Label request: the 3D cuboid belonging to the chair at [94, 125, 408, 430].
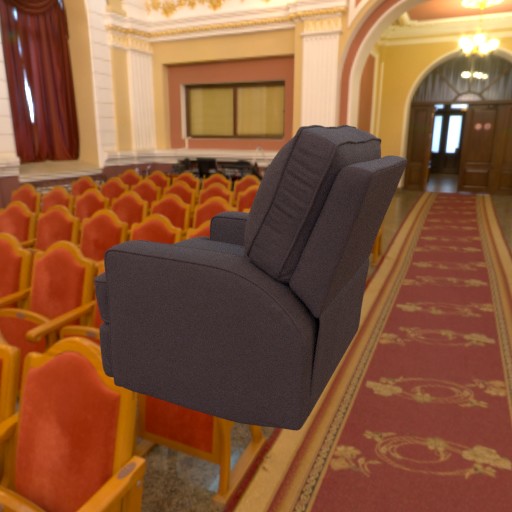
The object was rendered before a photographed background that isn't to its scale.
[{"bbox_3d":[0.000,0.000,1.691,0.964,0.962,0.861,7,16,24],"label":"chair"}]
